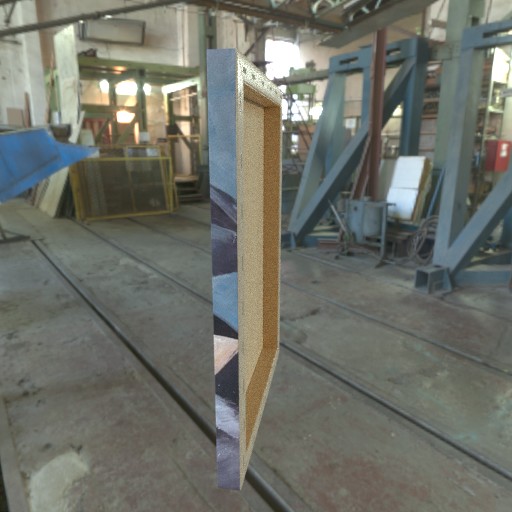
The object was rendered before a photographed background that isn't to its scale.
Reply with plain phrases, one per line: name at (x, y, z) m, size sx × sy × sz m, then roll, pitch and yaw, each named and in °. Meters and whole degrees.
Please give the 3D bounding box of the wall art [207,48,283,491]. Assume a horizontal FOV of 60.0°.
wall art at (0.000, 0.000, 0.806) m, size 0.037 × 0.613 × 0.455 m, roll 3°, pitch 15°, yaw 10°
